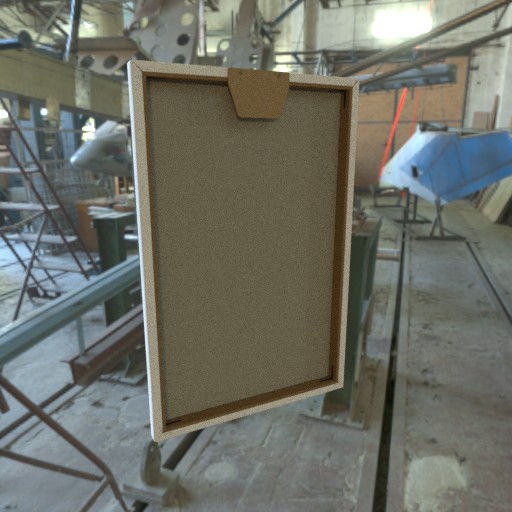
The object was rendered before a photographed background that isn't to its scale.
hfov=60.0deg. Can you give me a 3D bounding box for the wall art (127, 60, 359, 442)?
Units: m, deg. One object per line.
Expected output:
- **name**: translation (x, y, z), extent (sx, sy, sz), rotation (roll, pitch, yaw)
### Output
- **wall art**: translation (0.000, 0.000, 1.176), extent (0.602, 0.916, 0.048), rotation (-7, 16, -26)
